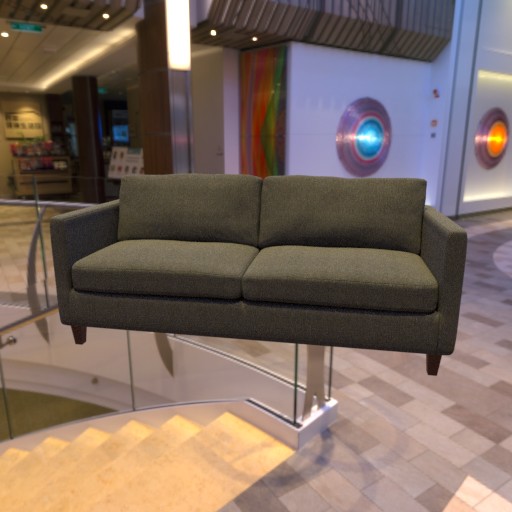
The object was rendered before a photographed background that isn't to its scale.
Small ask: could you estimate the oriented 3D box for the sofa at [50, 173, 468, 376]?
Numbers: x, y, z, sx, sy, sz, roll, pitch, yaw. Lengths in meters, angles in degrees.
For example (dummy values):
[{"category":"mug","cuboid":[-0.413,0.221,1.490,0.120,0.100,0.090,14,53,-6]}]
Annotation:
[{"category":"sofa","cuboid":[0.000,0.000,2.748,2.208,0.965,0.948,3,15,10]}]
